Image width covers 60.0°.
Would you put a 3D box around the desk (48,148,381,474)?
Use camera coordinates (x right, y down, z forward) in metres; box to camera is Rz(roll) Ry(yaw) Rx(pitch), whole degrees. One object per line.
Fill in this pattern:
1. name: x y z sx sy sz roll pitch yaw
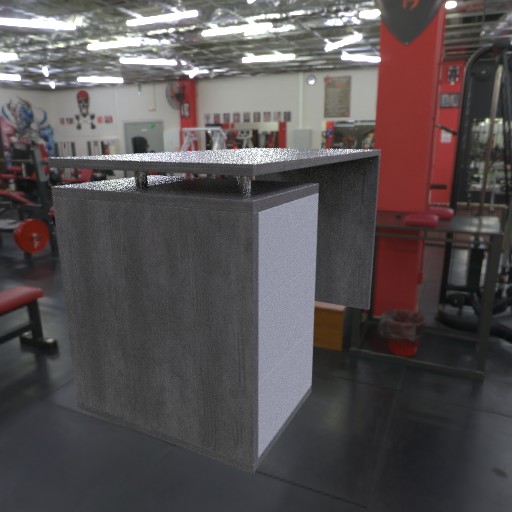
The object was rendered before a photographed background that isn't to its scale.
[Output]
1. desk: 0.000 0.000 1.630 0.600 0.740 1.200 8 17 26
